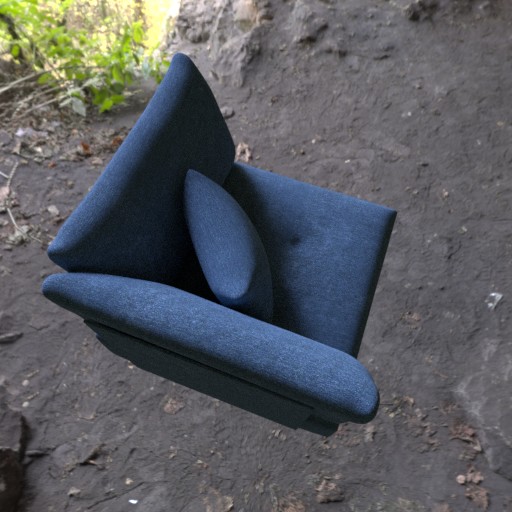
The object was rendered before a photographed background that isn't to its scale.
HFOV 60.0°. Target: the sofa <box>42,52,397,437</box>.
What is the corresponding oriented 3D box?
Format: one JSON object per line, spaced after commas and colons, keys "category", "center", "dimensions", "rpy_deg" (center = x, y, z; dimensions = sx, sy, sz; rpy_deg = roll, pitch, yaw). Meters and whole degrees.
{"category": "sofa", "center": [0.000, 0.000, 1.668], "dimensions": [1.000, 0.820, 1.000], "rpy_deg": [19, 65, 9]}
